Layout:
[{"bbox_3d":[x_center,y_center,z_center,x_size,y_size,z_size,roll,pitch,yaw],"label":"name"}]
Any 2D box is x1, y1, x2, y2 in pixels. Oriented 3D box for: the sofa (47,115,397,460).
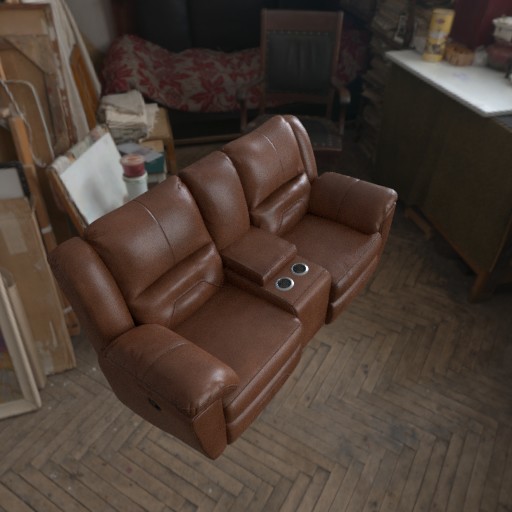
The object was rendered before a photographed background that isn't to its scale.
[{"bbox_3d":[0.000,0.000,2.657,0.991,1.043,2.058,26,47,27],"label":"sofa"}]
